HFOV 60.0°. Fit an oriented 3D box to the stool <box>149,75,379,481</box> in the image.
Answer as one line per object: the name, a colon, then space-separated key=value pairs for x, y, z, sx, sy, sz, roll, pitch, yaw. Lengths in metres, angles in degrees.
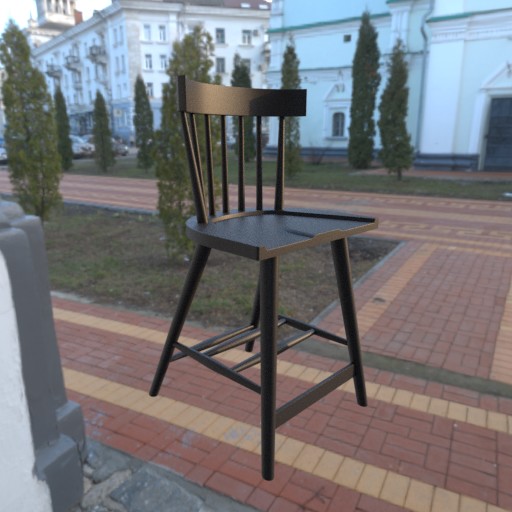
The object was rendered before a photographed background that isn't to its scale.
stool: x=0.000 y=0.000 z=1.300 sx=0.549 sy=0.953 sz=0.494 roll=15 pitch=21 yaw=43
